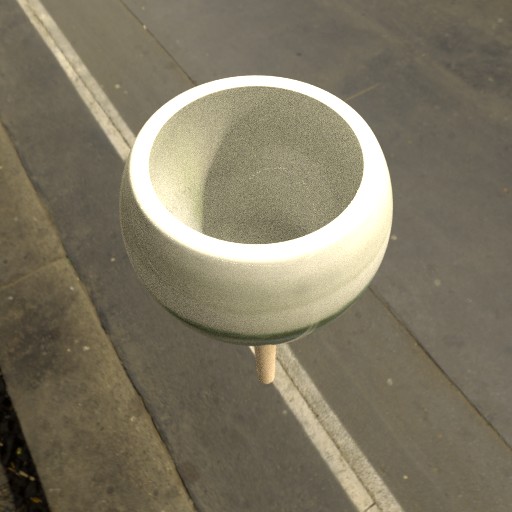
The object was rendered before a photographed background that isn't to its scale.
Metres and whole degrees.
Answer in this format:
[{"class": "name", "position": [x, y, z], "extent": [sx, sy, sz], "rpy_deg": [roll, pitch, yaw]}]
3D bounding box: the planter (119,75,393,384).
[{"class": "planter", "position": [0.000, 0.000, 0.436], "extent": [0.222, 0.278, 0.222], "rpy_deg": [0, 58, 0]}]
